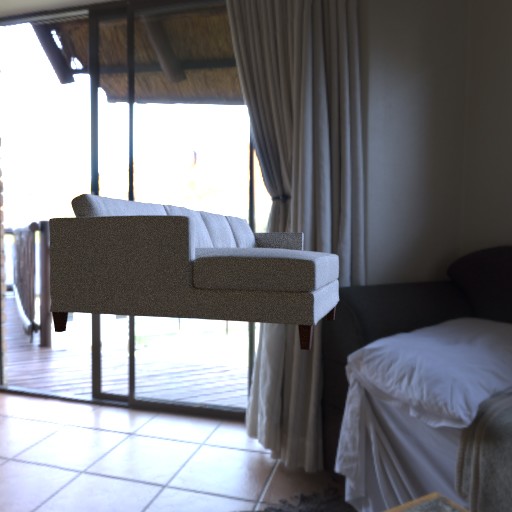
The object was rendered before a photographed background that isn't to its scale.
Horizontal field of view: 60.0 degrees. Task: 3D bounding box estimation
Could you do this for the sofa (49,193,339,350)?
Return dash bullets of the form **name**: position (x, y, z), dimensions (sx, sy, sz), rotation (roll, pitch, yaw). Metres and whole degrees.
- **sofa**: position (0.000, 0.000, 3.915), dimensions (1.625, 0.861, 3.186), rotation (0, 1, 17)
